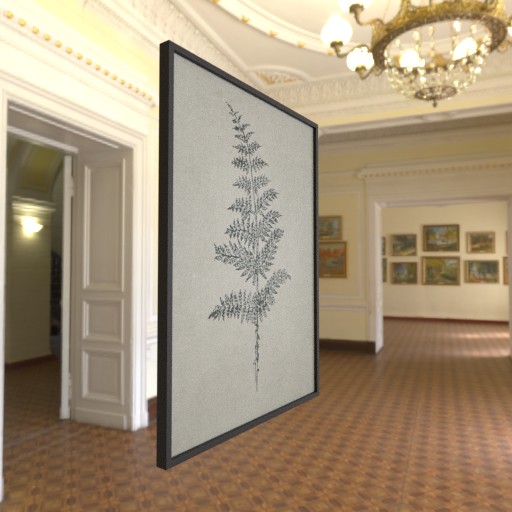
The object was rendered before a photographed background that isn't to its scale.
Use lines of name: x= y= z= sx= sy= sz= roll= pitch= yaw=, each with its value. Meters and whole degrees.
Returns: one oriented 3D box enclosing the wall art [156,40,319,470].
wall art: x=0.000 y=0.000 z=1.436 sx=0.036 sy=1.070 sz=0.802 roll=-1 pitch=-2 yaw=36
